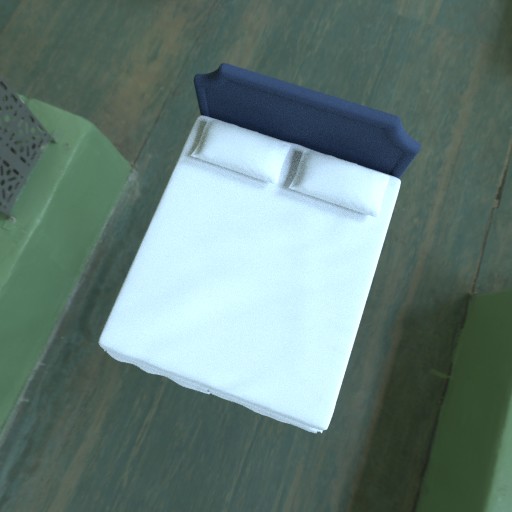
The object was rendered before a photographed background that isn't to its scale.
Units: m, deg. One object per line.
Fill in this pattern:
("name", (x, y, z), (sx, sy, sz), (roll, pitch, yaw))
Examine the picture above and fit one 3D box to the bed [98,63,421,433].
("bed", (0.000, 0.000, 4.209), (2.350, 1.488, 2.773), (19, 76, 5))
